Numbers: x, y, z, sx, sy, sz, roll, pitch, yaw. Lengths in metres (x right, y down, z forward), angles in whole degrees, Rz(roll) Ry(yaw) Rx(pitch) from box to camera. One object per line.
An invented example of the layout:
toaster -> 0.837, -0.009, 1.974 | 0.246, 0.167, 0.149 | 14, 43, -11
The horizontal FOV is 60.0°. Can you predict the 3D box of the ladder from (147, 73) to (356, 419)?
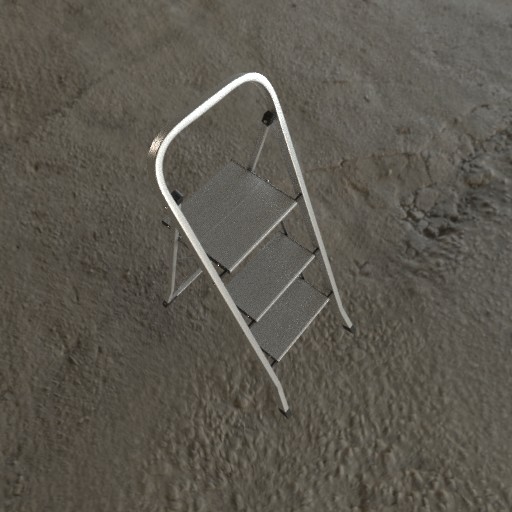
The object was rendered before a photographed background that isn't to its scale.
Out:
ladder -> 0.000, 0.000, 1.415 | 0.704, 1.070, 0.465 | 36, 66, 19
